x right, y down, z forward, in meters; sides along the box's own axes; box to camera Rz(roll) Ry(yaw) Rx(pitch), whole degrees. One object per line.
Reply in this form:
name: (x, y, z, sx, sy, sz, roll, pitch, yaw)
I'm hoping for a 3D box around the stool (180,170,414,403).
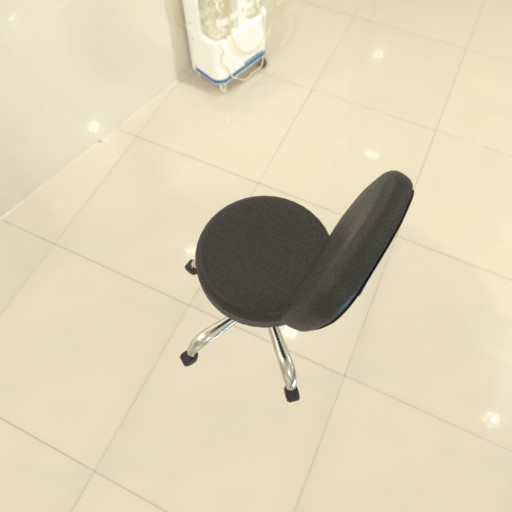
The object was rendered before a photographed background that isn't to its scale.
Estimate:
stool: (0.000, 0.000, 1.333, 0.648, 0.862, 0.673, 29, 67, 14)
